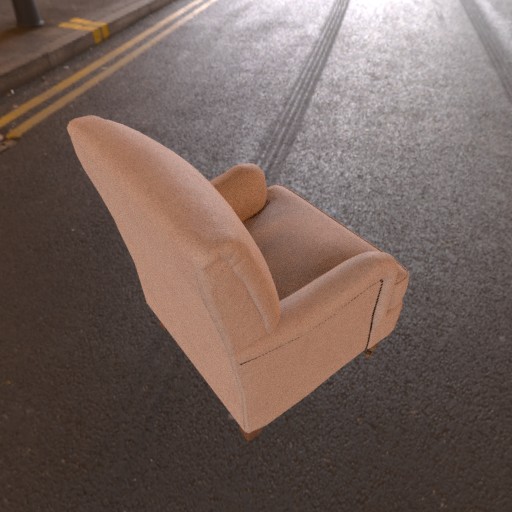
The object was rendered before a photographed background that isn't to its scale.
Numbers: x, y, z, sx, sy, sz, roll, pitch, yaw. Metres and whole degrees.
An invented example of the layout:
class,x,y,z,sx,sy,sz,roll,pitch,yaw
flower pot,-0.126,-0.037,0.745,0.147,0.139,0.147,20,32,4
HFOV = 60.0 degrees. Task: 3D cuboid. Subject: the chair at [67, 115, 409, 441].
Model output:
class,x,y,z,sx,sy,sz,roll,pitch,yaw
chair,0.000,0.000,1.749,0.953,1.119,0.879,-26,47,-27
